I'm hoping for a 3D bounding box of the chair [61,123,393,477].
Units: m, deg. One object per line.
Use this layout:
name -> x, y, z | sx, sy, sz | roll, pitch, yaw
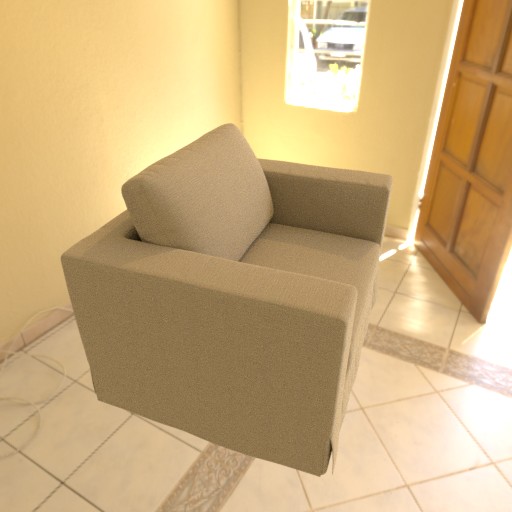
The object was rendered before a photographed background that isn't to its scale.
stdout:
chair -> 0.000, 0.000, 1.818 | 0.957, 0.878, 1.150 | 11, 33, 18
